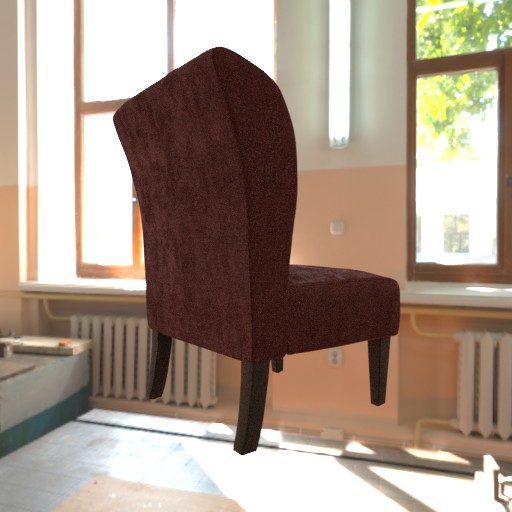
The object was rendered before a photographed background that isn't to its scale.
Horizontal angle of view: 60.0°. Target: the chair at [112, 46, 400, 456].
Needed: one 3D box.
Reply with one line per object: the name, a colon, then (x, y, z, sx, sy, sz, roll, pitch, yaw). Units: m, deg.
chair: (0.000, 0.000, 1.253, 0.640, 0.846, 0.538, 0, 1, -38)
